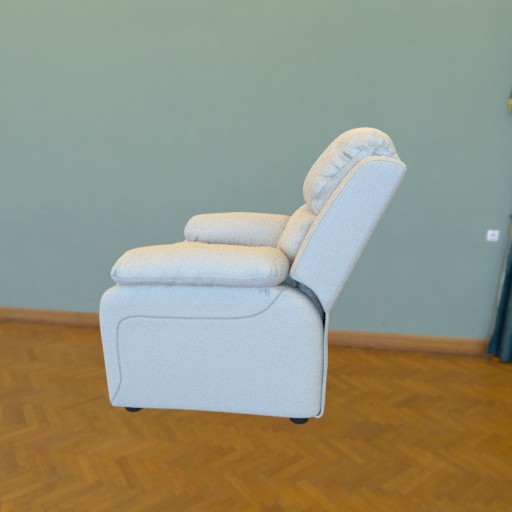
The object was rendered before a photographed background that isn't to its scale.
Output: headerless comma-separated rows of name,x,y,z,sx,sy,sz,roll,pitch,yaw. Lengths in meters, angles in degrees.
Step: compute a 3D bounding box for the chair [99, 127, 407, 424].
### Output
chair,0.000,0.000,1.273,0.709,0.702,0.680,2,14,8
